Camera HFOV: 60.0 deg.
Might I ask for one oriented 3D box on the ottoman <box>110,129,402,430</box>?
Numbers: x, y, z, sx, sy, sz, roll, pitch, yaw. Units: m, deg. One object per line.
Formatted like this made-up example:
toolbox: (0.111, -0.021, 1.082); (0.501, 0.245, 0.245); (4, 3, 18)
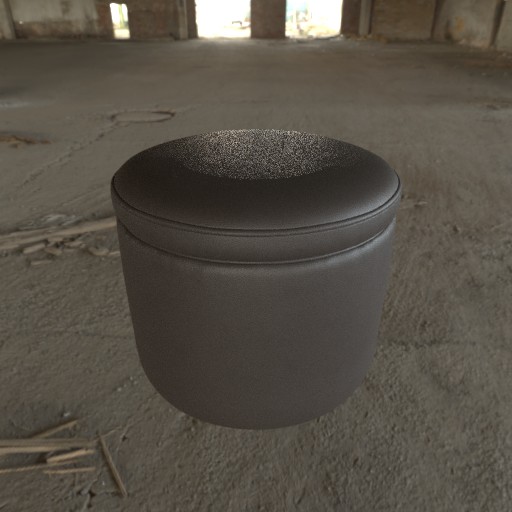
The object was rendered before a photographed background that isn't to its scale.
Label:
ottoman: (0.000, 0.000, 0.864); (0.500, 0.409, 0.500); (0, 29, 0)
